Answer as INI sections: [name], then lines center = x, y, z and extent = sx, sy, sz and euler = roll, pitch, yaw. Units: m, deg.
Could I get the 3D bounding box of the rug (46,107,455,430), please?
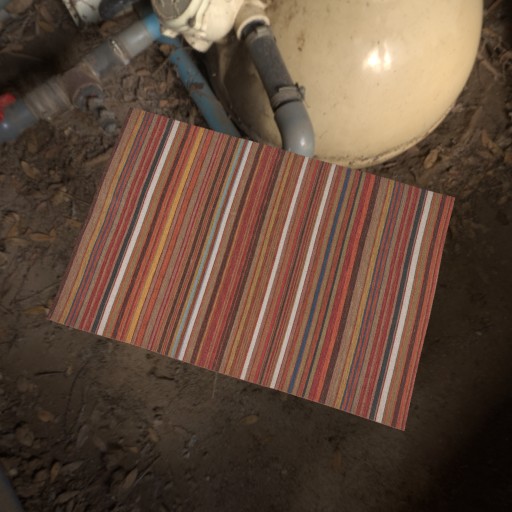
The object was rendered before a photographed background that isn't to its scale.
[rug]
center = 0.000, 0.000, 2.271
extent = 1.828, 0.007, 1.217
euler = 16, 78, 4
